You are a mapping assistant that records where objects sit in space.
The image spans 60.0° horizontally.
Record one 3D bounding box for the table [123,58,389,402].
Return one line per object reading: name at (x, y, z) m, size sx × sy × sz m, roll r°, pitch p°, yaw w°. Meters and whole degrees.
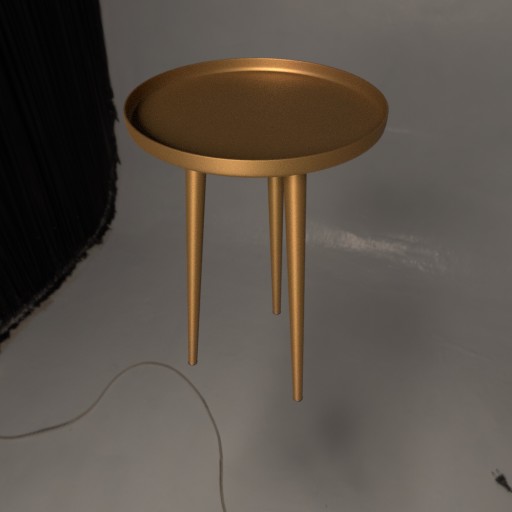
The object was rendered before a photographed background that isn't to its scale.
table at (0.000, 0.000, 0.666) m, size 0.299 × 0.480 × 0.299 m, roll 12°, pitch 42°, yaw 14°
